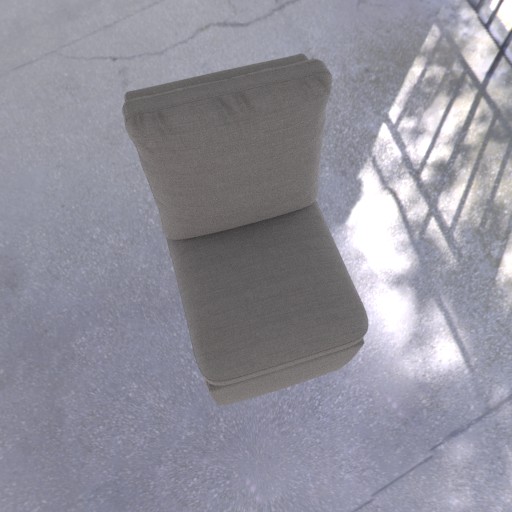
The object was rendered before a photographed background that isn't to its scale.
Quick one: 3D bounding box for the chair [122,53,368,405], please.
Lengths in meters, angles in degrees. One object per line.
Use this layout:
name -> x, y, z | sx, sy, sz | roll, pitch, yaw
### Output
chair -> 0.000, 0.000, 1.328 | 0.503, 0.927, 0.698 | -15, 66, -7
